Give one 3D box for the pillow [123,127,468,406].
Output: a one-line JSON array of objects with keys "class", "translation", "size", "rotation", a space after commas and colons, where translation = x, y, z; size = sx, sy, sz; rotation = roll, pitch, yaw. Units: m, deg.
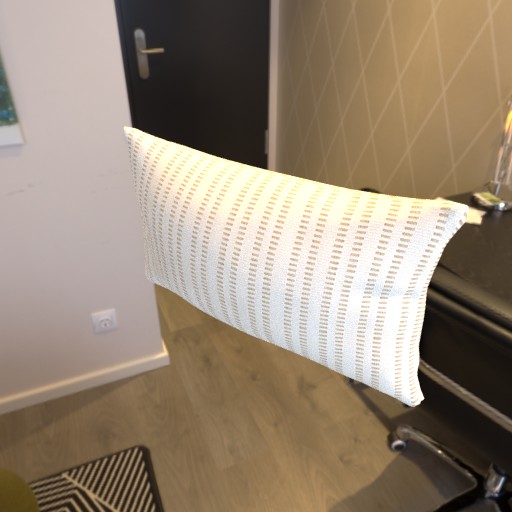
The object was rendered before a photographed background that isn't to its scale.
[{"class": "pillow", "translation": [0.000, 0.000, 0.777], "size": [0.640, 0.353, 0.210], "rotation": [20, 37, 30]}]
